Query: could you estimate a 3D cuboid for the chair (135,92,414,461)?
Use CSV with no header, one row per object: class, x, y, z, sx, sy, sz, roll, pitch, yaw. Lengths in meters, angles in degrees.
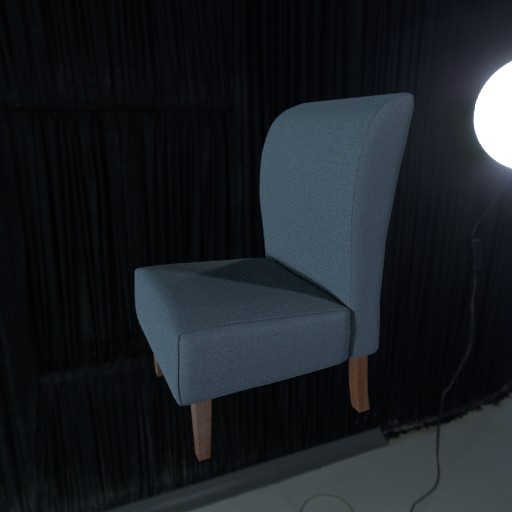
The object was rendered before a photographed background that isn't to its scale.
chair,0.000,0.000,1.175,0.592,0.804,0.513,-7,17,-24
